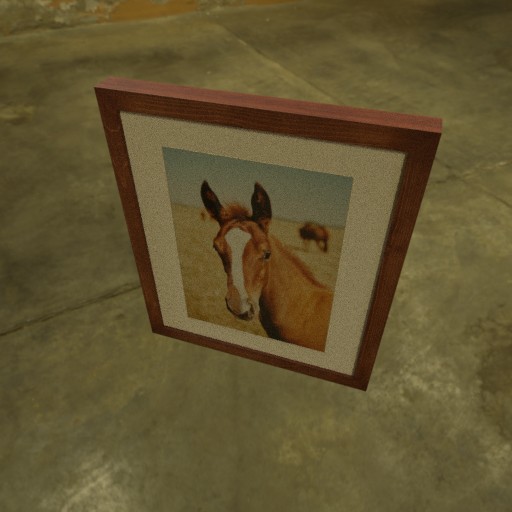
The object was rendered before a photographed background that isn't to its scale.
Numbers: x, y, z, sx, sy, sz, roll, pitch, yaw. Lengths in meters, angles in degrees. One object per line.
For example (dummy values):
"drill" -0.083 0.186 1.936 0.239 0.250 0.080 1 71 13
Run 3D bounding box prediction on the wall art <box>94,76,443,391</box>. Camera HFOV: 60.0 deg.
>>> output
"wall art" 0.000 0.000 0.537 0.330 0.381 0.030 12 42 14
